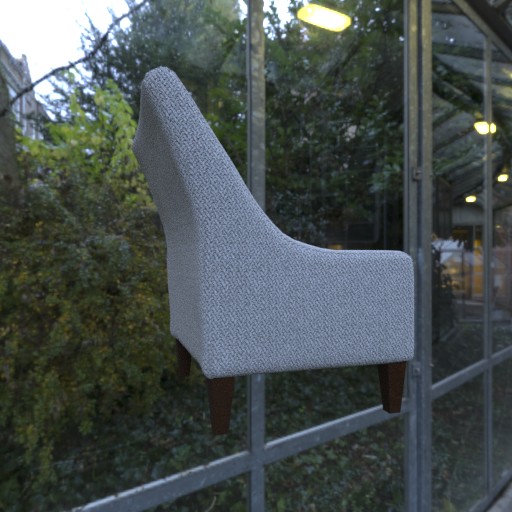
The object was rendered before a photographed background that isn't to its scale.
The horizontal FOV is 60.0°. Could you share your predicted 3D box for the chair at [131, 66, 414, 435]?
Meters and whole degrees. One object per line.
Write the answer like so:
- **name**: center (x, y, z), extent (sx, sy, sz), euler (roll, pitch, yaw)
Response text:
- **chair**: center (0.000, 0.000, 1.650), extent (0.870, 1.014, 0.774), euler (0, -1, -18)
